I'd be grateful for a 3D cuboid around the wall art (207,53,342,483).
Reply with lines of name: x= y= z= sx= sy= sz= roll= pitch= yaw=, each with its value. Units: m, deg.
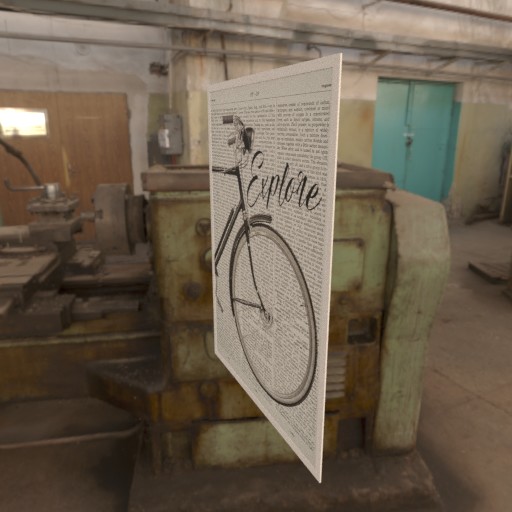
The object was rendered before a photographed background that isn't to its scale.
wall art: x=0.000 y=0.000 z=0.797 sx=0.003 sy=0.610 sz=0.457 roll=-8 pitch=18 yaw=-25
